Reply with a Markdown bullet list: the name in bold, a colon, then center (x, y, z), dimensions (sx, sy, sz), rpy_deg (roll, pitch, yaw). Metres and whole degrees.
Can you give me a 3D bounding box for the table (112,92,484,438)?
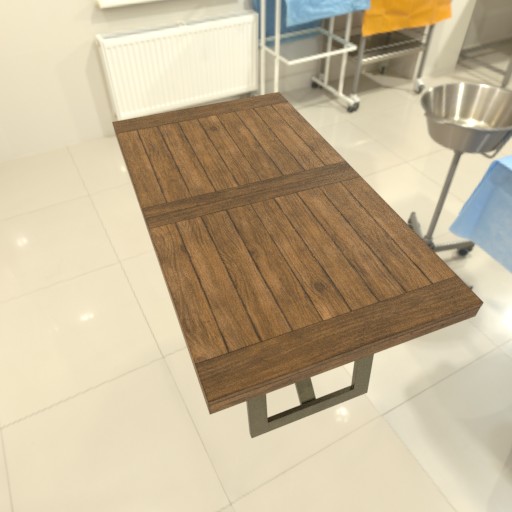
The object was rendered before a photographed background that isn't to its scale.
- **table**: center (0.000, 0.000, 2.118), dimensions (0.931, 0.757, 1.641), rpy_deg (-16, 47, -15)
